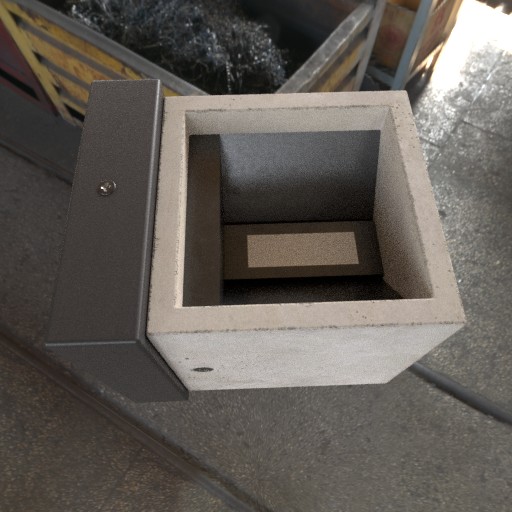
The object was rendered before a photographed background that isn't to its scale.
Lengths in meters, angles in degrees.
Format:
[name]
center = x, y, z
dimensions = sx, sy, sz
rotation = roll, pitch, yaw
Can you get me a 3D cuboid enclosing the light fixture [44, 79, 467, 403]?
[light fixture]
center = 0.000, 0.000, 0.225
dimensions = 0.143, 0.121, 0.121
rotation = -2, 63, -1
